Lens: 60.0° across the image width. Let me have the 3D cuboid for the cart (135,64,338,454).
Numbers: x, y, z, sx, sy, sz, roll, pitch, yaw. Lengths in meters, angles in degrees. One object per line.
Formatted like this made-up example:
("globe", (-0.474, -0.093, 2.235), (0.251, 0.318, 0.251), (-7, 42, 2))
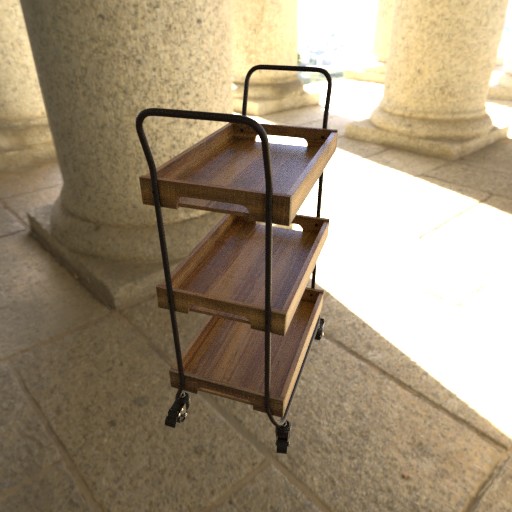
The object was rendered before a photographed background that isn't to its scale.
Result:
("cart", (0.000, 0.000, 1.164), (0.339, 0.857, 0.583), (10, 32, 16))
